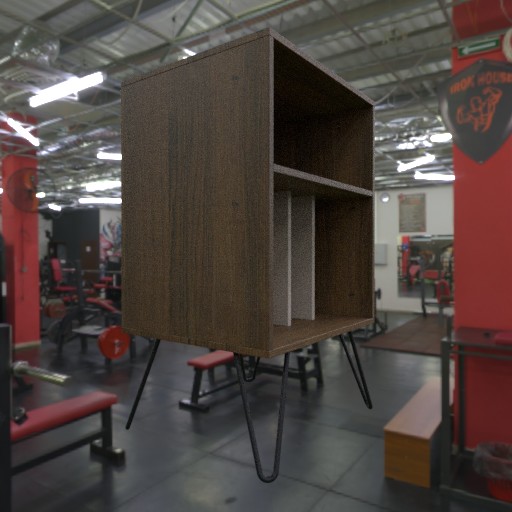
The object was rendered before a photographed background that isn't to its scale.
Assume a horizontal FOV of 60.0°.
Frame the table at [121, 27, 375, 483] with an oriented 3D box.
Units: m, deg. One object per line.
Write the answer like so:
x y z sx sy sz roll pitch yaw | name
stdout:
0.000 0.000 1.177 0.457 0.866 0.526 0 1 37 | table
